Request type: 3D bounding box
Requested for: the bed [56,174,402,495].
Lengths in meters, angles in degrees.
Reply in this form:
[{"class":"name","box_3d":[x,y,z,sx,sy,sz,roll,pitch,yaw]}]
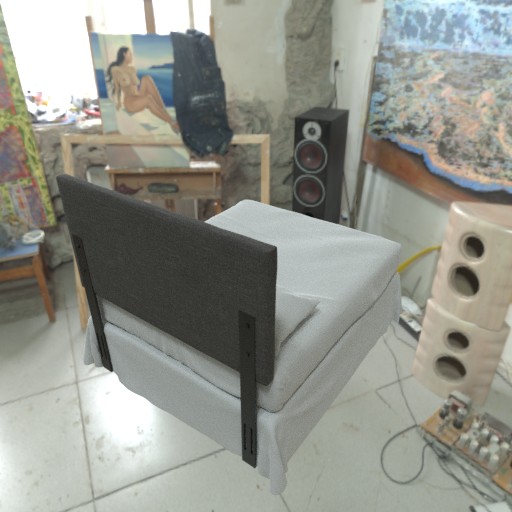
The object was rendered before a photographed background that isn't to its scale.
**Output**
[{"class":"bed","box_3d":[0.000,0.000,3.454,1.936,1.577,2.222,20,36,30]}]
